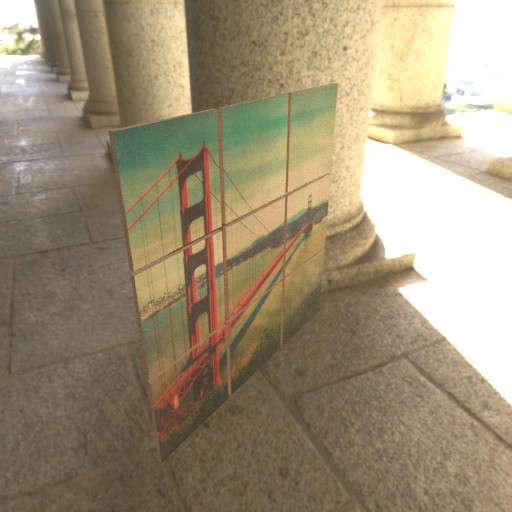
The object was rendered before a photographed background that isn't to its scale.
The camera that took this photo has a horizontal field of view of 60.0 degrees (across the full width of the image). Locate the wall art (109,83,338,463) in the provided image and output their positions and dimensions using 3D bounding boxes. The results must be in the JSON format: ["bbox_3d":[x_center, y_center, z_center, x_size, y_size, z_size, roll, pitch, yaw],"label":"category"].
[{"bbox_3d":[0.000,0.000,1.801,0.016,1.207,1.217,18,33,31],"label":"wall art"}]
